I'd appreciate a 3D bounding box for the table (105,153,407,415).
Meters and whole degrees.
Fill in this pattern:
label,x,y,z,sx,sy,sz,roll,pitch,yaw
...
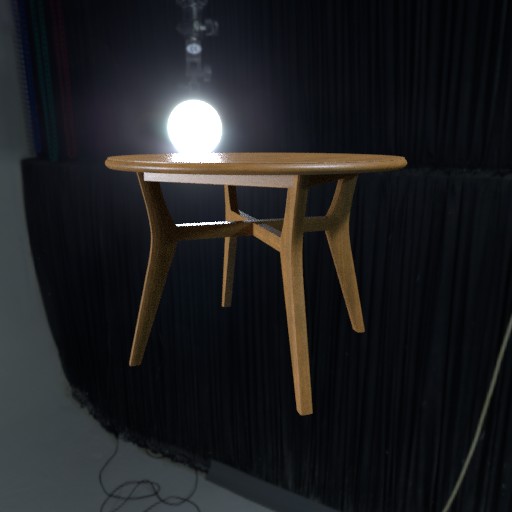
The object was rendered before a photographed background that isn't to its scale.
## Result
label,x,y,z,sx,sy,sz,roll,pitch,yaw
table,0.000,0.000,1.721,1.055,0.757,1.055,0,14,0
